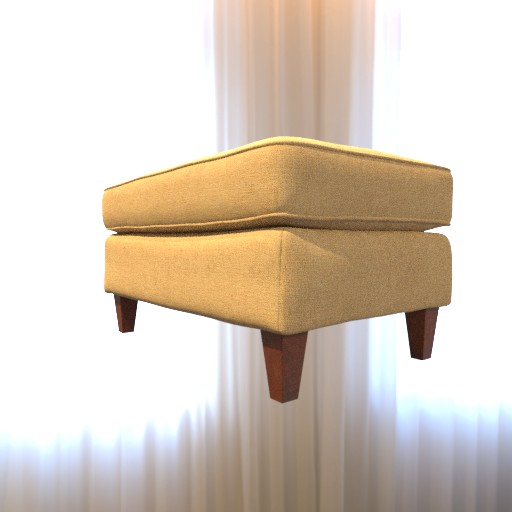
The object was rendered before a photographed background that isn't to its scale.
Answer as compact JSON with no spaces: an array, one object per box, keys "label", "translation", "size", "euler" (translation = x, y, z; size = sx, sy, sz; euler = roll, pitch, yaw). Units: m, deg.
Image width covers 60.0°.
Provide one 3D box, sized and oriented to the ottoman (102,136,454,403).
[{"label":"ottoman","translation":[0.000,0.000,1.215],"size":[0.583,0.484,0.862],"euler":[-1,2,-38]}]
